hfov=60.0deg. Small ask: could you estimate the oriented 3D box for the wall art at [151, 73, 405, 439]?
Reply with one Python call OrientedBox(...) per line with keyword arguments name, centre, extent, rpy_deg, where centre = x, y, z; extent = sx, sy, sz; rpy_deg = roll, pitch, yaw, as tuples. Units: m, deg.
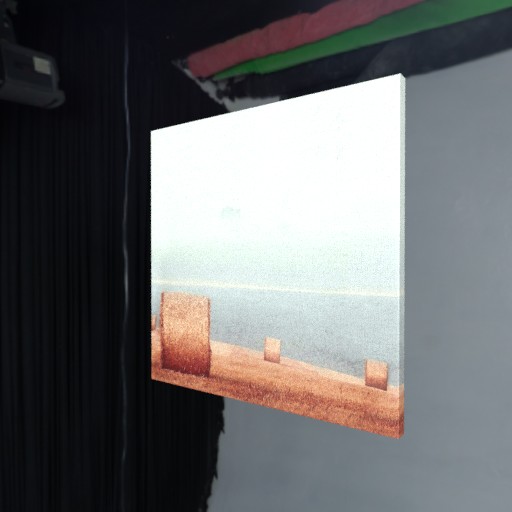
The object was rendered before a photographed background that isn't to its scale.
OrientedBox(name="wall art", centre=(0.000, 0.000, 1.156), extent=(0.760, 0.760, 0.042), rpy_deg=(0, 1, 35))
